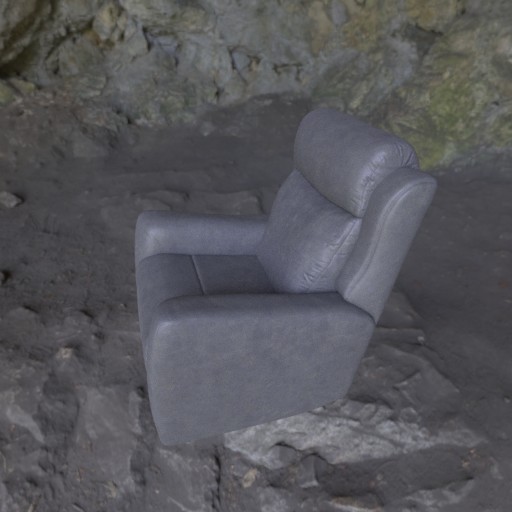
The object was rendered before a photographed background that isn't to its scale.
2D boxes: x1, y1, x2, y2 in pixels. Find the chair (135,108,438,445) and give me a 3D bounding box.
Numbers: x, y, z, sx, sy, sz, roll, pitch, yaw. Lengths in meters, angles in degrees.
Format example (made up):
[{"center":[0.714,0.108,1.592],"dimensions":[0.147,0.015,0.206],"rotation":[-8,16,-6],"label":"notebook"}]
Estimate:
[{"center":[0.000,0.000,1.950],"dimensions":[1.068,1.116,0.967],"rotation":[-8,31,-14],"label":"chair"}]
